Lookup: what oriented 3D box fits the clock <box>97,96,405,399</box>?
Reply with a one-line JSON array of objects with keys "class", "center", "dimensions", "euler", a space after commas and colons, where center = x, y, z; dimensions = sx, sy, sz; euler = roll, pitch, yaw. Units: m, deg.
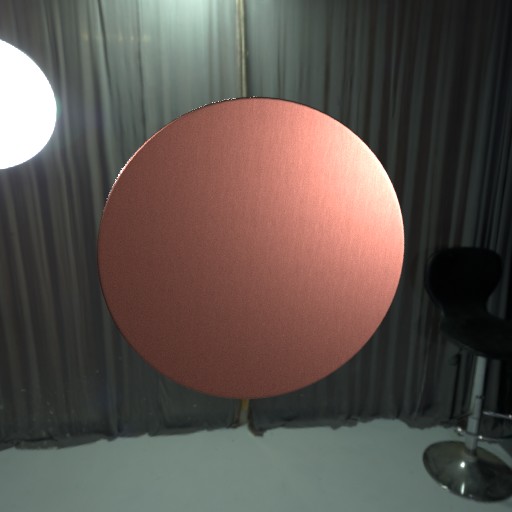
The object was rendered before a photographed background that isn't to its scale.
[{"class": "clock", "center": [0.000, 0.000, 0.466], "dimensions": [0.313, 0.313, 0.040], "euler": [-2, 14, -9]}]
